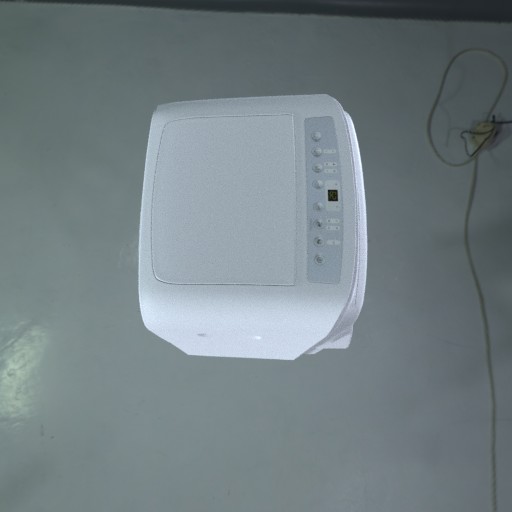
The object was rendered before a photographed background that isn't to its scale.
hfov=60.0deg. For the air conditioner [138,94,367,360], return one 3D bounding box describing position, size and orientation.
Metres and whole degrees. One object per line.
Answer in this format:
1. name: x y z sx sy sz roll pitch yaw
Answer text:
1. air conditioner: 0.000 0.000 1.099 0.467 0.765 0.478 0 75 0
